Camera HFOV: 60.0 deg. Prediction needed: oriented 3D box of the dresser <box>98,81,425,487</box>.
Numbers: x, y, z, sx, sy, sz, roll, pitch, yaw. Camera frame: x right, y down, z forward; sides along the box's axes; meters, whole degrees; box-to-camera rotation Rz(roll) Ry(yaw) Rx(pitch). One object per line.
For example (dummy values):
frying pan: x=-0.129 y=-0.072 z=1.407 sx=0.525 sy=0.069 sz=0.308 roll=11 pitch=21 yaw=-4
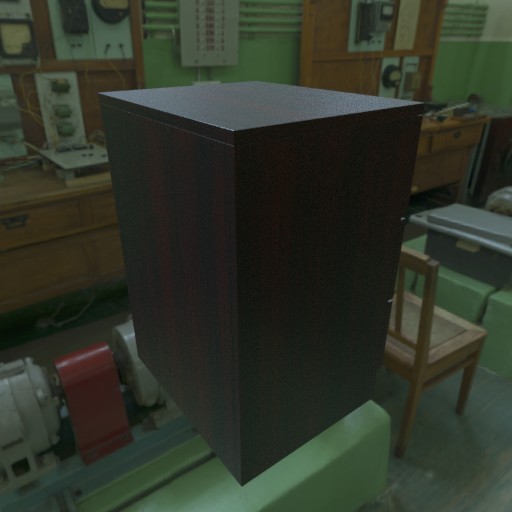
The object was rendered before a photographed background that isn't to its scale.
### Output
dresser: x=0.000 y=0.000 z=0.822 sx=0.360 sy=0.560 sz=0.400 roll=-19 pitch=32 yaw=-33
